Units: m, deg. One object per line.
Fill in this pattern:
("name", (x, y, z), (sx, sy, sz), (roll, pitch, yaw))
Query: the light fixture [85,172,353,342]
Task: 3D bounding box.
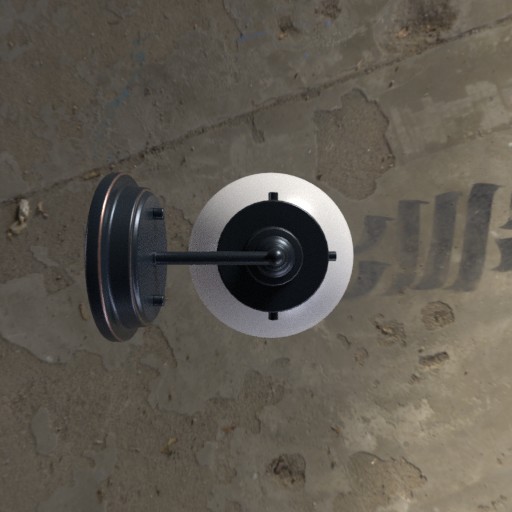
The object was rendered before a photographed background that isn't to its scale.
("light fixture", (0.000, 0.000, 0.465), (0.230, 0.332, 0.197), (0, 91, 1))
